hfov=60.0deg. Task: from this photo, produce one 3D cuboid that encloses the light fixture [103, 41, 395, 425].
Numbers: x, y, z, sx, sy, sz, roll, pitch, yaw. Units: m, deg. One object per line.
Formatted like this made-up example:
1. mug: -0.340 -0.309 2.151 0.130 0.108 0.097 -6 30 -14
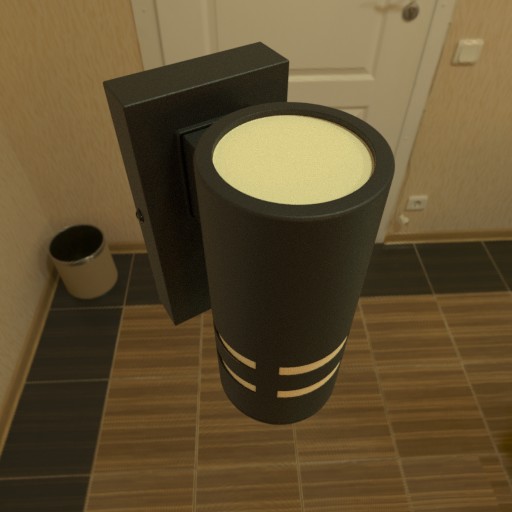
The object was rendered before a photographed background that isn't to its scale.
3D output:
1. light fixture: 0.000 0.000 0.260 0.098 0.179 0.138 -24 52 -21
